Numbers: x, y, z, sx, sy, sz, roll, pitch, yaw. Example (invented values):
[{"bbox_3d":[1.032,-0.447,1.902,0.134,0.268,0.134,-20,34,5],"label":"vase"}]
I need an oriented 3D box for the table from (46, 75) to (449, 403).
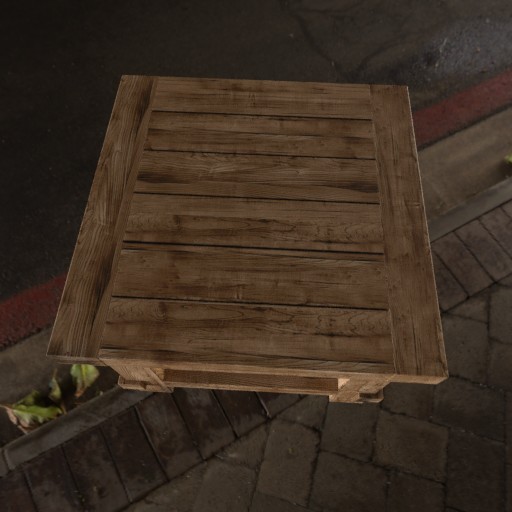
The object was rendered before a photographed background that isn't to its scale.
[{"bbox_3d":[0.000,0.000,1.010,0.610,0.457,0.610,3,63,1],"label":"table"}]
